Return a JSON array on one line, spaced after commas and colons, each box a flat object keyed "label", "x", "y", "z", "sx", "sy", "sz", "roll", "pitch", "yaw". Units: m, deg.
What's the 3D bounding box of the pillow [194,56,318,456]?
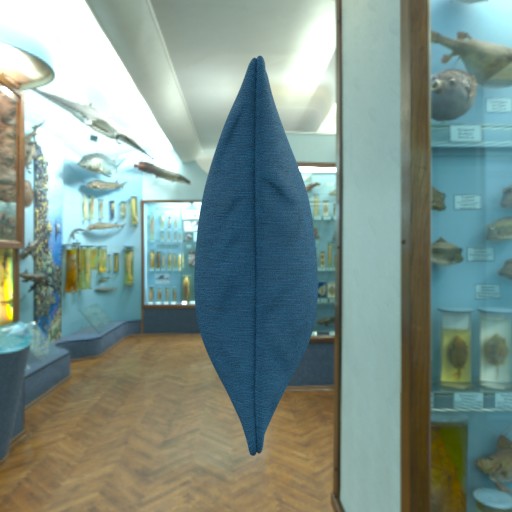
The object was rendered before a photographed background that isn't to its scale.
[{"label": "pillow", "x": 0.000, "y": 0.000, "z": 0.672, "sx": 0.177, "sy": 0.420, "sz": 0.437, "roll": 0, "pitch": 0, "yaw": 0}]
